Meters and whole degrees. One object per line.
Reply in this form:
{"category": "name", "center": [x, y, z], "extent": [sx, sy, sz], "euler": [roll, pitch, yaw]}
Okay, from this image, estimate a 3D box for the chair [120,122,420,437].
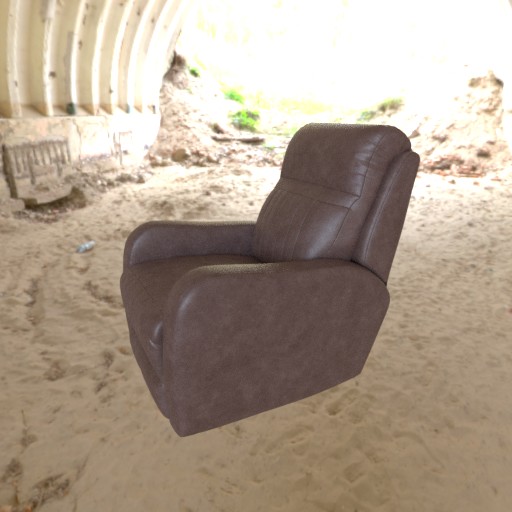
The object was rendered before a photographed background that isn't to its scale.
{"category": "chair", "center": [0.000, 0.000, 1.868], "extent": [1.067, 1.067, 0.865], "euler": [-9, 20, -24]}
